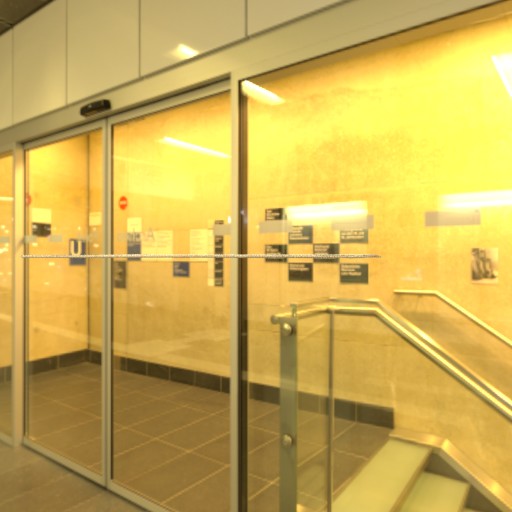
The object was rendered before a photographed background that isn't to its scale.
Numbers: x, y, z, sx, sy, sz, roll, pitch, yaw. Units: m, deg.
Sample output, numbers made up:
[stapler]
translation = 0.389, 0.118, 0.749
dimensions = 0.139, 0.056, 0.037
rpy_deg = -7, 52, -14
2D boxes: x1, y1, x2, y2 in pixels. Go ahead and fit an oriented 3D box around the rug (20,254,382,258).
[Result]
[rug]
translation = 0.000, 0.000, 2.245
dimensions = 1.179, 0.022, 1.820
rpy_deg = 0, 0, 17
